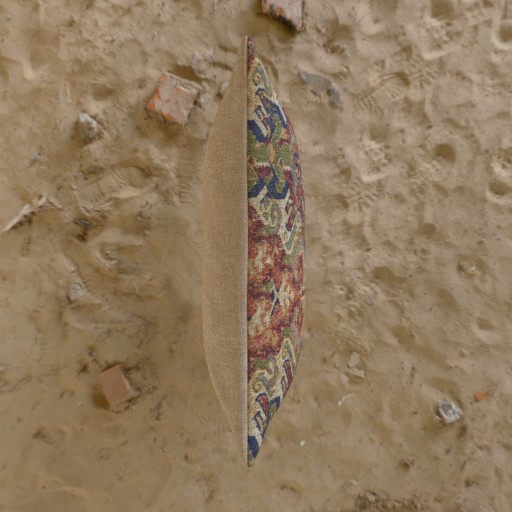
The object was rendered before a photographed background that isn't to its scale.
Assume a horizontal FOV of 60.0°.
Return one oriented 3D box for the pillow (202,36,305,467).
[{"bbox_3d":[0.000,0.000,0.777,0.166,0.506,0.523,0,90,1],"label":"pillow"}]
